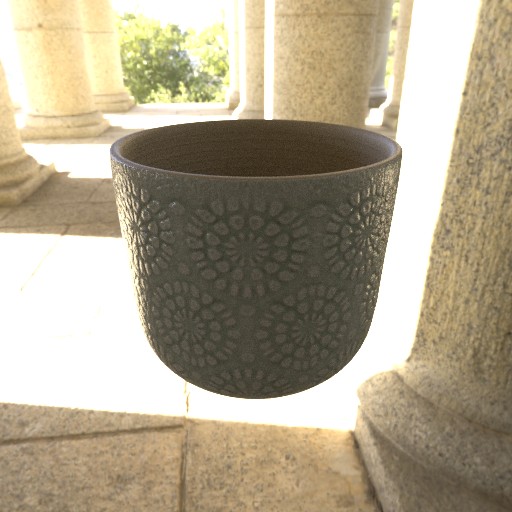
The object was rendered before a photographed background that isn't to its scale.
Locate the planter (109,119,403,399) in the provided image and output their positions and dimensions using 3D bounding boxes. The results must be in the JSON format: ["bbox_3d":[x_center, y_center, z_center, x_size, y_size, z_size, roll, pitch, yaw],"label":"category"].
[{"bbox_3d":[0.000,0.000,0.298,0.169,0.153,0.169,0,26,0],"label":"planter"}]
